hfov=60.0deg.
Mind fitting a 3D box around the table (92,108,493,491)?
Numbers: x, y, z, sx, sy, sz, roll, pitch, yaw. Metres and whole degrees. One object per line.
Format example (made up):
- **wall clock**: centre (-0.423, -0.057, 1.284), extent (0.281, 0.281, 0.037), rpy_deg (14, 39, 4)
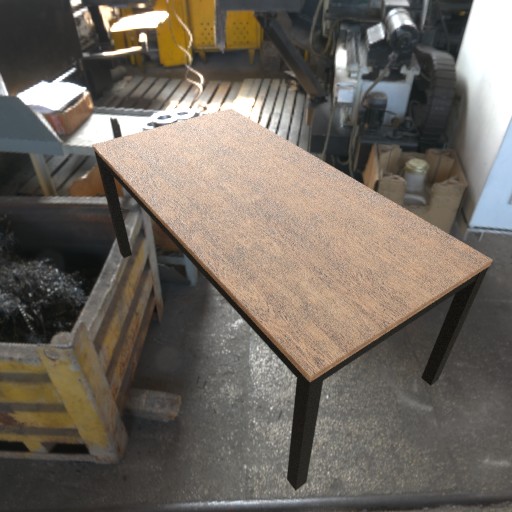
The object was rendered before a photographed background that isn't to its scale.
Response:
- **table**: centre (0.000, 0.000, 2.271), extent (0.893, 0.767, 1.805), rpy_deg (-24, 46, -26)
